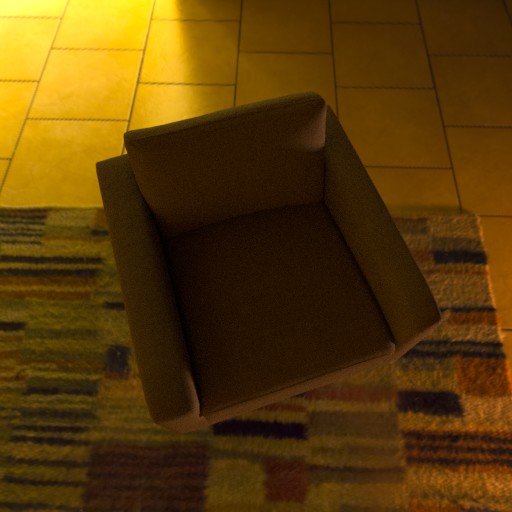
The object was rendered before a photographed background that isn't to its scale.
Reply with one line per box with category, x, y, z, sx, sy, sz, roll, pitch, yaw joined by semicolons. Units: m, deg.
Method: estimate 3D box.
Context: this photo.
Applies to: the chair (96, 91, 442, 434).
chair;0.000;0.000;1.844;1.070;0.847;1.100;-16;64;-8
